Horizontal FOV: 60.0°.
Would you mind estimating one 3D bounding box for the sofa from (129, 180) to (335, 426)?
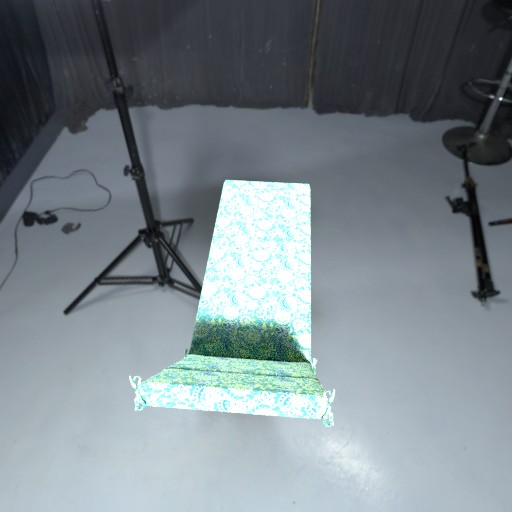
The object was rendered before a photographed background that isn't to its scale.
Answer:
[{"bbox_3d":[0.000,0.000,1.929,0.582,0.622,1.663,3,48,3],"label":"sofa"}]
